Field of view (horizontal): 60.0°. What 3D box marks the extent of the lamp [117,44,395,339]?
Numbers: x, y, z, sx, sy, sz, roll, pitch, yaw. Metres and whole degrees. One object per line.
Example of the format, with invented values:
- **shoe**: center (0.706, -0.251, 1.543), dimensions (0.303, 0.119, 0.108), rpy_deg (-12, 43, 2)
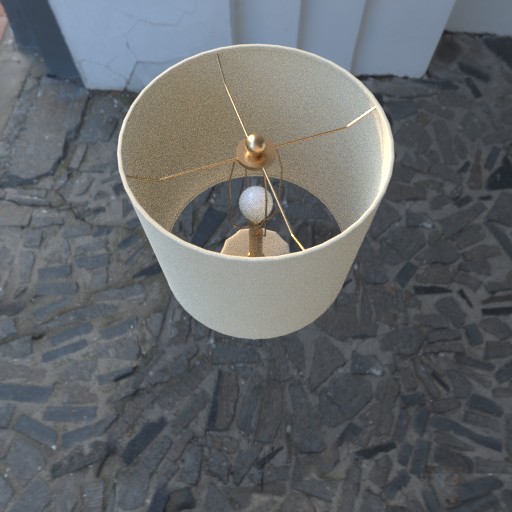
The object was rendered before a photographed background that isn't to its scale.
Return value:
- **lamp**: center (0.000, 0.000, 0.686), dimensions (0.277, 0.537, 0.277), rpy_deg (17, 65, 8)
